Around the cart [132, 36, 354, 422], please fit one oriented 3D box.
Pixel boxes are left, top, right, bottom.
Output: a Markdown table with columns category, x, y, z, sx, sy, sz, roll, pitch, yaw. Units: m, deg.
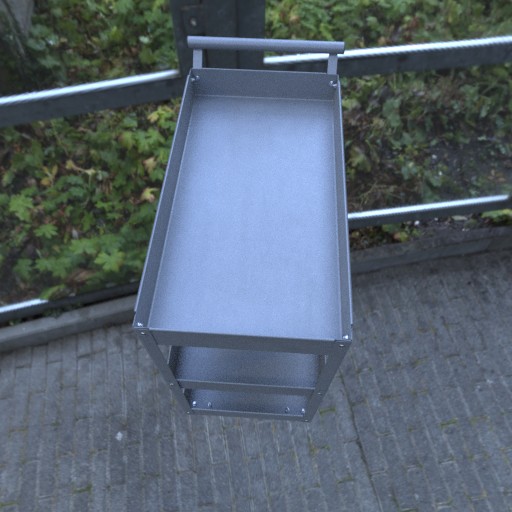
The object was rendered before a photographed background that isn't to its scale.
| category | x | y | z | sx | sy | sz | roll | pitch | yaw |
| --- | --- | --- | --- | --- | --- | --- | --- | --- | --- |
| cart | 0.000 | 0.000 | 1.173 | 0.366 | 0.780 | 0.719 | 3 | 58 | 2 |
